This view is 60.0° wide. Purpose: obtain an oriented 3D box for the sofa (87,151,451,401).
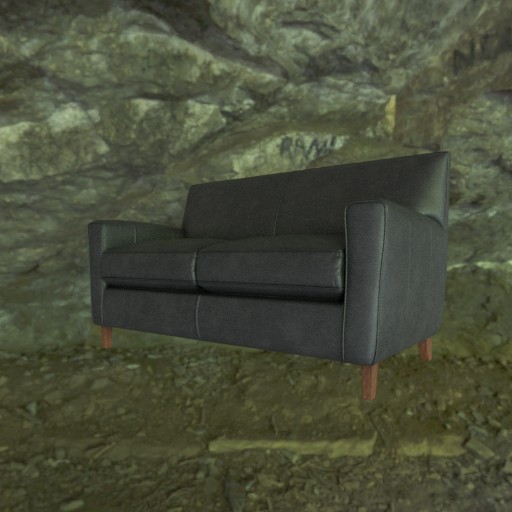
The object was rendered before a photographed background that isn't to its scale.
[{"bbox_3d":[0.000,0.000,1.983,1.473,0.871,0.787,0,0,36],"label":"sofa"}]
